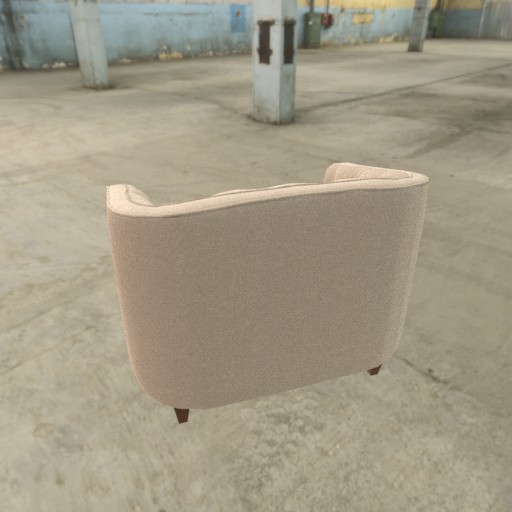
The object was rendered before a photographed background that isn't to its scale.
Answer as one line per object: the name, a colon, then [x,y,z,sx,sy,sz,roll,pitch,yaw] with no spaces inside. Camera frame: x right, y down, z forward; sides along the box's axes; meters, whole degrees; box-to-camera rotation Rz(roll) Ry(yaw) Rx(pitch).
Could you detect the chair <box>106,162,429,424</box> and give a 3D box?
chair: [0.000,0.000,1.807,1.104,0.852,0.941,-9,29,-16]
